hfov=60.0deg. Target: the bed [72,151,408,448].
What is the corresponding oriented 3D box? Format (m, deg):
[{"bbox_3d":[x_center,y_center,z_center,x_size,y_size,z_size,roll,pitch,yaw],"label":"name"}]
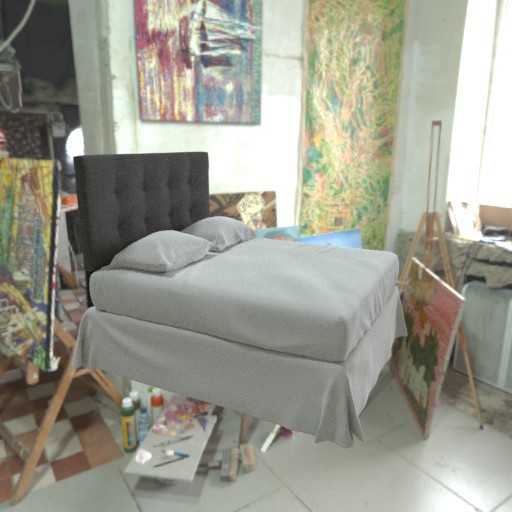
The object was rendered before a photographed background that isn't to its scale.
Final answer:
[{"bbox_3d":[0.000,0.000,3.525,2.222,1.577,1.936,7,16,26],"label":"bed"}]
